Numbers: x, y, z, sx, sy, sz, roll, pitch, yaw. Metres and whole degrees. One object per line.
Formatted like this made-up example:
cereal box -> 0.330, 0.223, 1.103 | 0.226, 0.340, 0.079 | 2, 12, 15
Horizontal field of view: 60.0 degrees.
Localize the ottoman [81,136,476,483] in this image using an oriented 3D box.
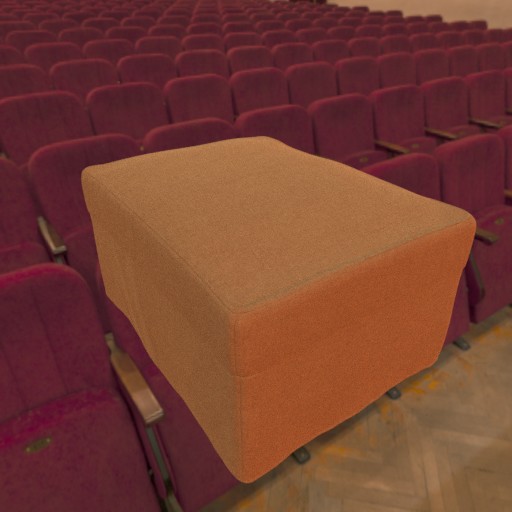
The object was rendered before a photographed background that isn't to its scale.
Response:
ottoman -> 0.000, 0.000, 1.204 | 0.650, 0.485, 0.833 | -19, 36, -29
